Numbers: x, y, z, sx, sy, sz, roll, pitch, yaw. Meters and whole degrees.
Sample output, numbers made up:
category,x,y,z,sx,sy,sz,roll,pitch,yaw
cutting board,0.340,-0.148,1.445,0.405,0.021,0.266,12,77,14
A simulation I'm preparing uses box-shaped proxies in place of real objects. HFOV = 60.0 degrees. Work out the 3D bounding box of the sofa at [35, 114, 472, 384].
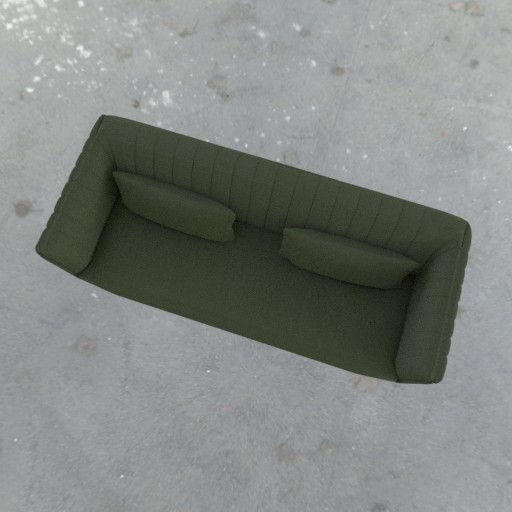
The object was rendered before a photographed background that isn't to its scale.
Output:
category,x,y,z,sx,sy,sz,roll,pitch,yaw
sofa,0.000,0.000,2.573,2.137,0.793,0.896,17,75,5
